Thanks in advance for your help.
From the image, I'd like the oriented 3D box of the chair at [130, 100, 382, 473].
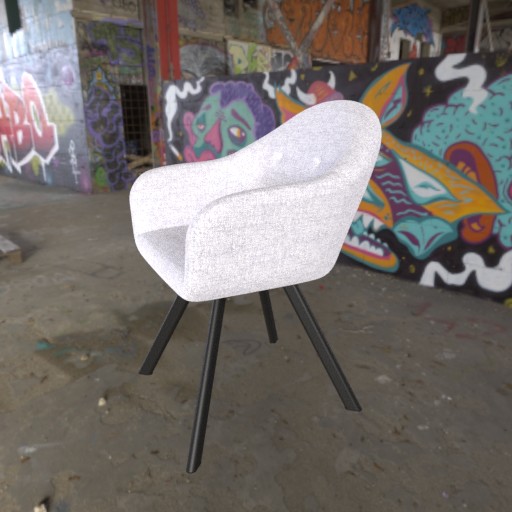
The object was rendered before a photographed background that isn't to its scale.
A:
[{"bbox_3d":[0.000,0.000,1.161,0.570,0.780,0.540,-9,19,-26],"label":"chair"}]
